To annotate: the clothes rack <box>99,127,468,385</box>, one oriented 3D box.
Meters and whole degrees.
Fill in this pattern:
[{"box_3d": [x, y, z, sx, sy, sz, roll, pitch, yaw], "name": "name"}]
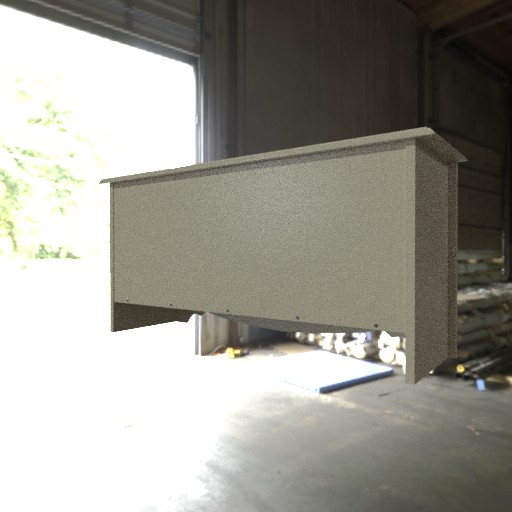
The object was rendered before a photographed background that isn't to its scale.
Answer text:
[{"box_3d": [0.000, 0.000, 1.350, 1.120, 0.531, 0.324, 0, 1, 36], "name": "clothes rack"}]
